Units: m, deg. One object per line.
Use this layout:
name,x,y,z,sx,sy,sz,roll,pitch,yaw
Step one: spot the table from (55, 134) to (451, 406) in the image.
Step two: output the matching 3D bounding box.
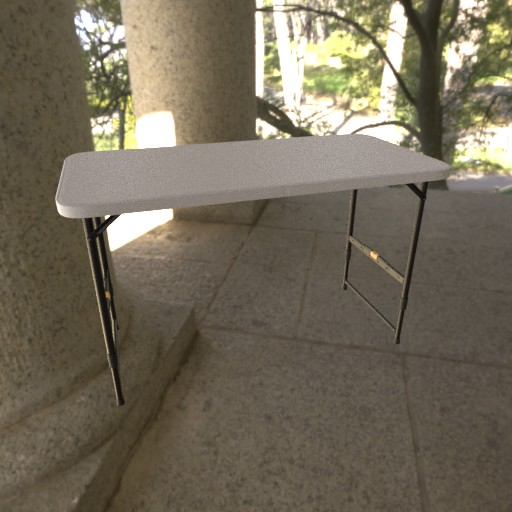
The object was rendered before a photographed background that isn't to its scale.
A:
table,0.000,0.000,1.679,1.245,0.737,0.611,-8,28,-16
